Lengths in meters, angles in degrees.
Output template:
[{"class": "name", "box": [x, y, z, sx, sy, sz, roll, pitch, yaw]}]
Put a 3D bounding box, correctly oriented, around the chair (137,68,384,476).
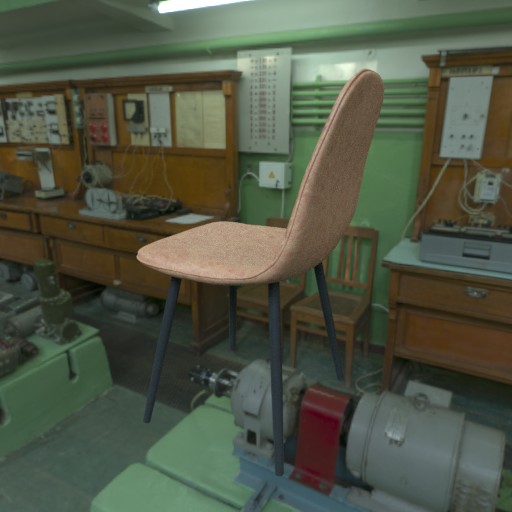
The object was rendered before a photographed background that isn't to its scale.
[{"class": "chair", "box": [0.000, 0.000, 1.175, 0.561, 0.889, 0.472, 9, 19, 27]}]
